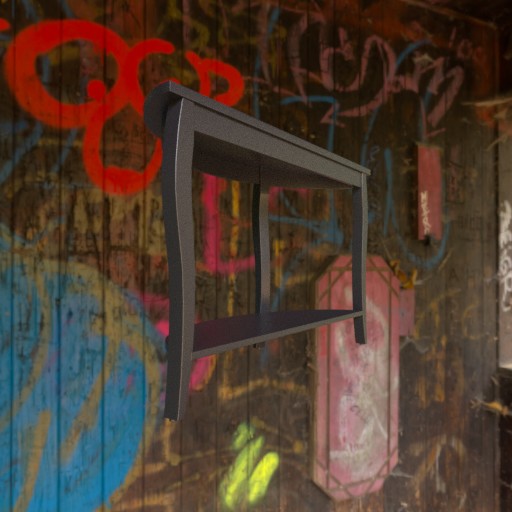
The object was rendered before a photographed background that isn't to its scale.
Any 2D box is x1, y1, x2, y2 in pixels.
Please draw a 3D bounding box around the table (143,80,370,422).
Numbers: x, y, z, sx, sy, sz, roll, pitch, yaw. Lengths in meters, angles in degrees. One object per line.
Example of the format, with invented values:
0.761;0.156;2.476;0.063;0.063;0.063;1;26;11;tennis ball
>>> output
0.000;0.000;1.603;0.394;0.780;1.219;0;-1;35;table
